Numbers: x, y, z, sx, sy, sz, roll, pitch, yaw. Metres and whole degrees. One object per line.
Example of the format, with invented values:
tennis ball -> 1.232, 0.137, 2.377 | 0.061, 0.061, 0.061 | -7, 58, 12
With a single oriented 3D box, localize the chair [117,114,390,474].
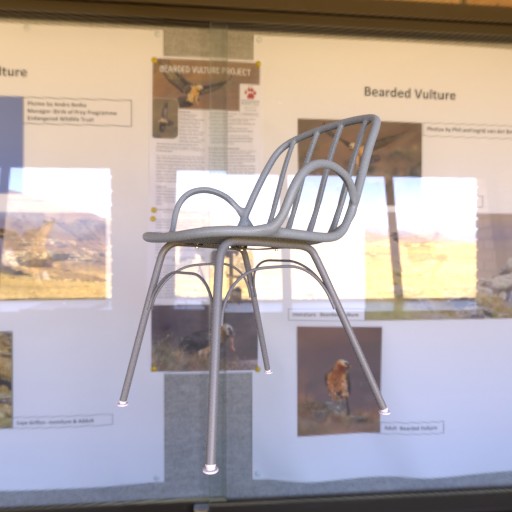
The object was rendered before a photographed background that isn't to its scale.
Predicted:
chair -> 0.000, 0.000, 1.199 | 0.597, 0.816, 0.549 | 0, 1, -37
